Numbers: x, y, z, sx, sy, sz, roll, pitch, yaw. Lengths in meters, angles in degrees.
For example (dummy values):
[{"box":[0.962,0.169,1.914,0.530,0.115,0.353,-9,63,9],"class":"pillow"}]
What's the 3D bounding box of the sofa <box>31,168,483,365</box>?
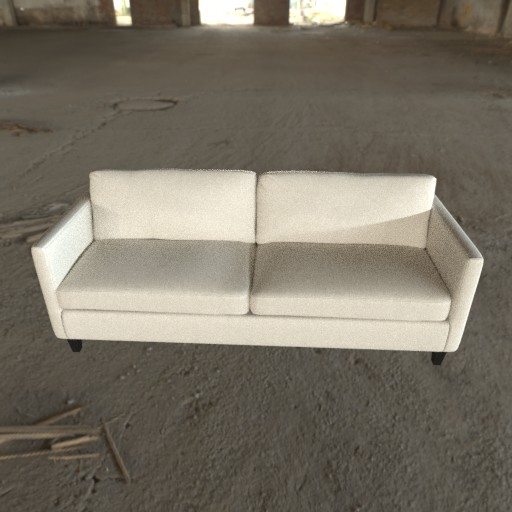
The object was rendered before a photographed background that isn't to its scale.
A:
[{"box":[0.000,0.000,2.854,2.434,0.965,0.948,1,30,3],"class":"sofa"}]
